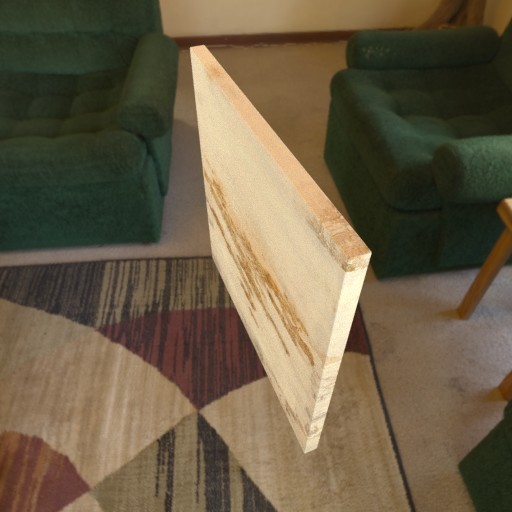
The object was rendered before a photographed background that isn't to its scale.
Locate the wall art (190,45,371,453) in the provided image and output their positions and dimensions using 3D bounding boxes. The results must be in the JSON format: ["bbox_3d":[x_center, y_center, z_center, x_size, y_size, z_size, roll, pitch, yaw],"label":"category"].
[{"bbox_3d":[0.000,0.000,1.121,0.038,0.755,0.753,-17,50,-15],"label":"wall art"}]
